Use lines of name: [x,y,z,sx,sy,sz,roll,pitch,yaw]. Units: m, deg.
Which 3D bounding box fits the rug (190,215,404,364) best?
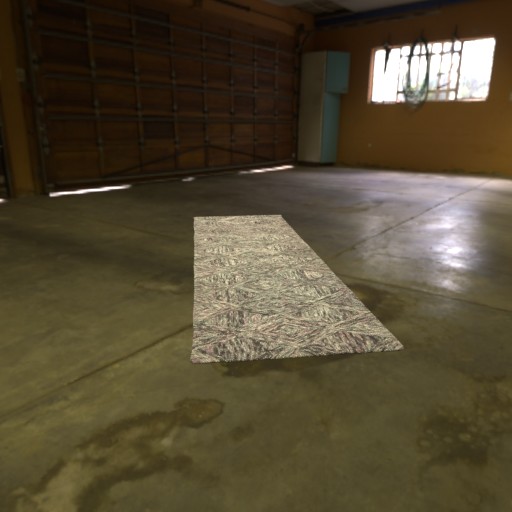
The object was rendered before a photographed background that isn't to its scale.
rug: [0.000,0.000,2.517,0.719,0.013,2.305,-2,17,-7]
